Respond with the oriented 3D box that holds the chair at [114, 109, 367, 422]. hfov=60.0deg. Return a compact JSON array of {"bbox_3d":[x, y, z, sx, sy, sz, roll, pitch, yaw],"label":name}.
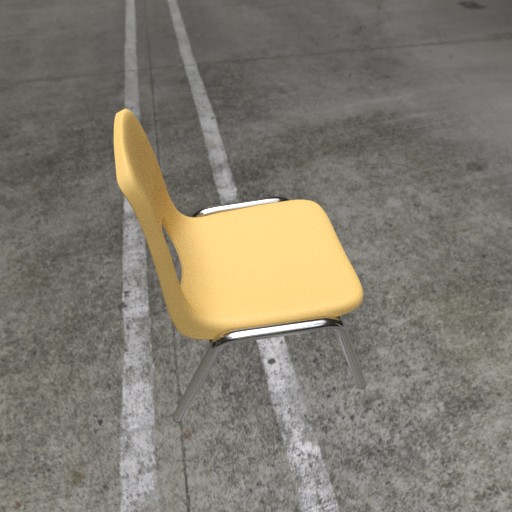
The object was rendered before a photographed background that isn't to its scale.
[{"bbox_3d":[0.000,0.000,0.848,0.423,0.586,0.354,-9,47,-8],"label":"chair"}]
